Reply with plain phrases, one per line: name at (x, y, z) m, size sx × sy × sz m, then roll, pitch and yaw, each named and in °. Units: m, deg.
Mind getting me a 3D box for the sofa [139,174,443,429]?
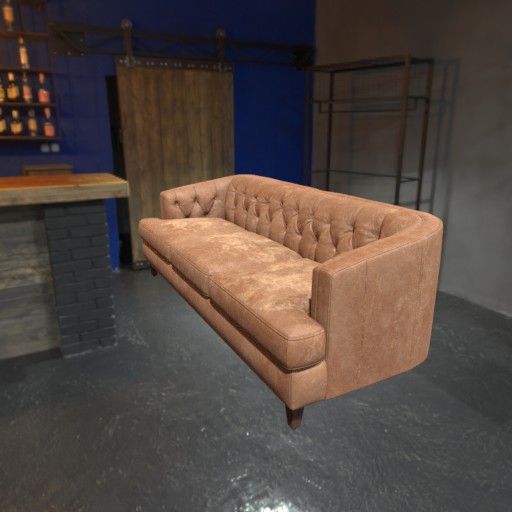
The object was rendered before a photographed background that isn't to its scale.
sofa at (0.000, 0.000, 2.717) m, size 0.922 × 0.791 × 2.257 m, roll -9°, pitch 19°, yaw -26°
